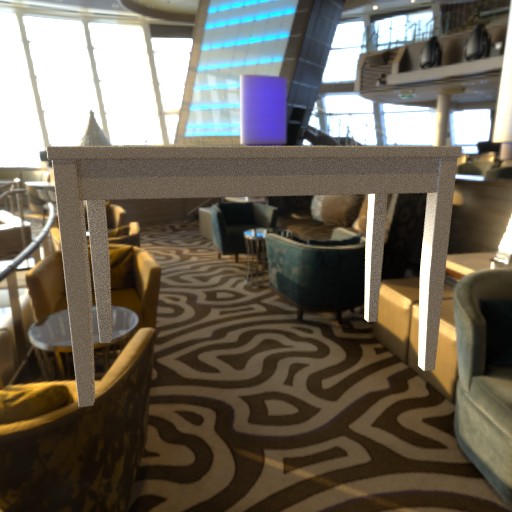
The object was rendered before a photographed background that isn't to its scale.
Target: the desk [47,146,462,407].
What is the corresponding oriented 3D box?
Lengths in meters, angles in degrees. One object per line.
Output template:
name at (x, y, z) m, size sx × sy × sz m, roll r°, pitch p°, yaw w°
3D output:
desk at (0.000, 0.000, 1.610) m, size 1.220 × 0.775 × 0.508 m, roll -3°, pitch 14°, yaw -11°
